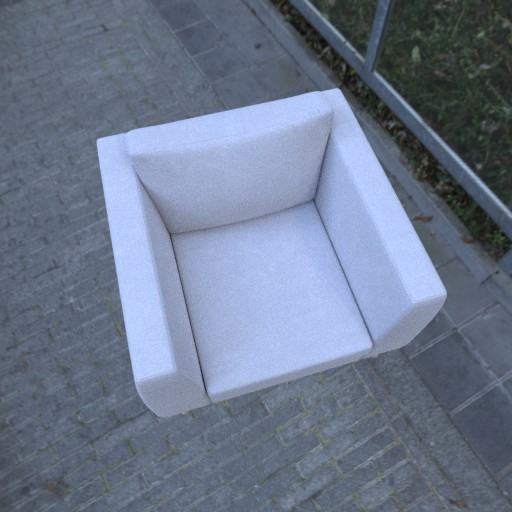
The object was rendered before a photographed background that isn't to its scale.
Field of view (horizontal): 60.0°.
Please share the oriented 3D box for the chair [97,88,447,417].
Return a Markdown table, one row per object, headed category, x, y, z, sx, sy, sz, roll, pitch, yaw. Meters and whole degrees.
| category | x | y | z | sx | sy | sz | roll | pitch | yaw |
| --- | --- | --- | --- | --- | --- | --- | --- | --- | --- |
| chair | 0.000 | 0.000 | 1.711 | 1.000 | 0.860 | 0.930 | -14 | 63 | -7 |
